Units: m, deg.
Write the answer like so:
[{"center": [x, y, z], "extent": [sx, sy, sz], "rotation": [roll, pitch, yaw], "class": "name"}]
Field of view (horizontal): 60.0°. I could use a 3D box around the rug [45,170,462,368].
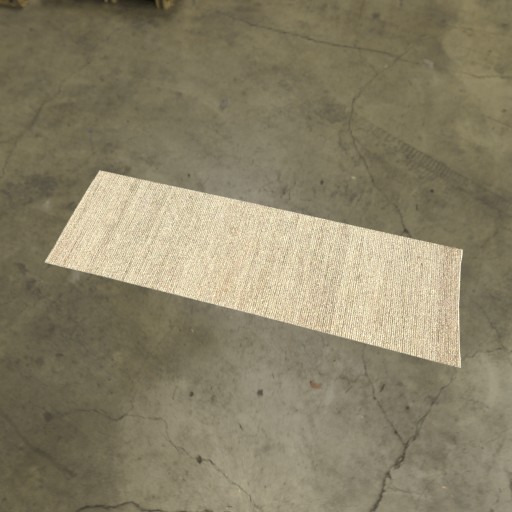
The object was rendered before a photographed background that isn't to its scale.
[{"center": [0.000, 0.000, 2.629], "extent": [2.390, 0.014, 0.741], "rotation": [13, 60, 8], "class": "rug"}]
